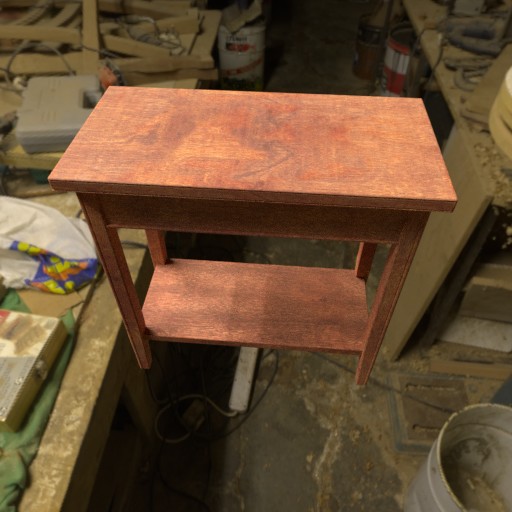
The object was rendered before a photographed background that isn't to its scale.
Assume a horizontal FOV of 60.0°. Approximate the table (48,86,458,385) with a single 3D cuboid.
[{"bbox_3d":[0.000,0.000,0.979,0.610,0.610,0.305,4,47,3],"label":"table"}]
